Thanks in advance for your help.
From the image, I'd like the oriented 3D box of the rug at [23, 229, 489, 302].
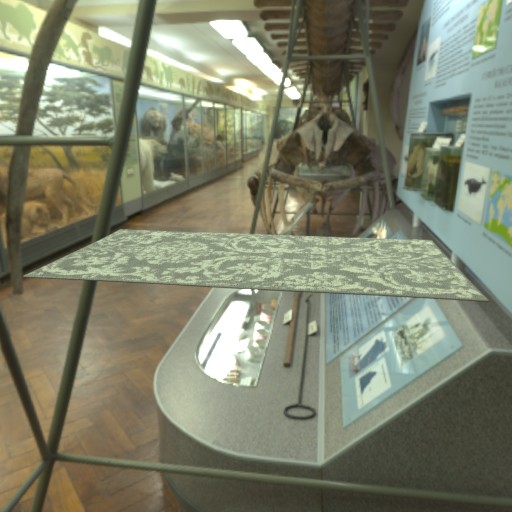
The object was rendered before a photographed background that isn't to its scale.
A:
[{"bbox_3d":[0.000,0.000,1.432,1.219,0.007,0.604,2,16,8],"label":"rug"}]
